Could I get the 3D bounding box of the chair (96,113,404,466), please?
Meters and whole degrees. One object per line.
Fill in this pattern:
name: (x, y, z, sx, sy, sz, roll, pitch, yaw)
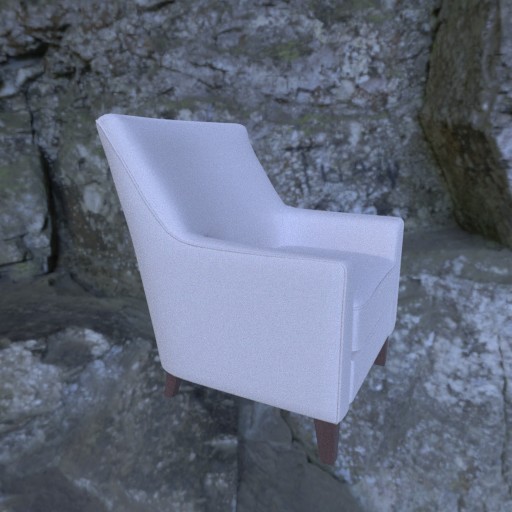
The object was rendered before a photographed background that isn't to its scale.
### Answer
chair: (0.000, 0.000, 1.530, 0.879, 0.916, 0.756, 7, 16, 27)
